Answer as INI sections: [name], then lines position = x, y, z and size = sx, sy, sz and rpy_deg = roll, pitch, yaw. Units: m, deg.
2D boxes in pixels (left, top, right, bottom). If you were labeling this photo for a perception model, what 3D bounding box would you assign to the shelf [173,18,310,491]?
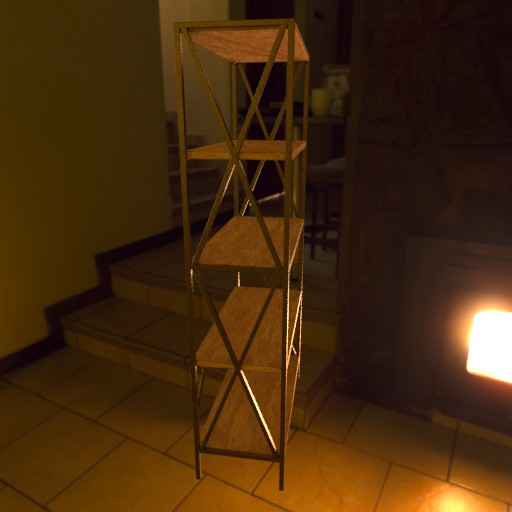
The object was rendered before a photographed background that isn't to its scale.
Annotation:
[shelf]
position = 0.000, 0.000, 2.058
size = 0.386, 1.803, 0.874
rpy_deg = 3, 18, 9
